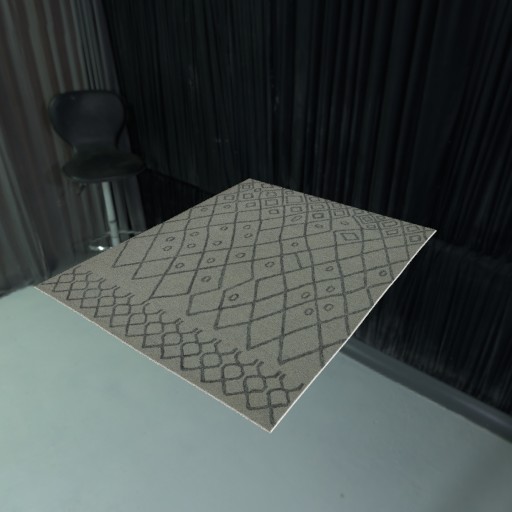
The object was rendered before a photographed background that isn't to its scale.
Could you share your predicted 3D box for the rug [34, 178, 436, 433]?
[{"bbox_3d":[0.000,0.000,4.198,2.446,0.015,3.046,21,37,30],"label":"rug"}]
